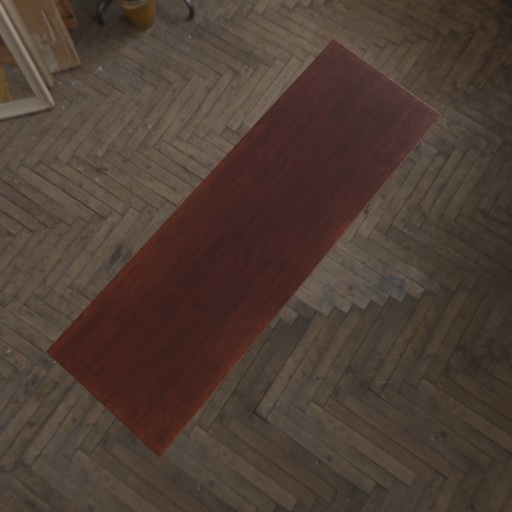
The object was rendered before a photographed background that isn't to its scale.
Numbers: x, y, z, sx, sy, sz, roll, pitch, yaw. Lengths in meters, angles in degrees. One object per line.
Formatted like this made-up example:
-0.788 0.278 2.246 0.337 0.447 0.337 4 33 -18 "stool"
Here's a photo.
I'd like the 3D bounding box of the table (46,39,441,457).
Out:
0.000 0.000 1.550 0.392 0.739 1.188 39 80 8 "table"
